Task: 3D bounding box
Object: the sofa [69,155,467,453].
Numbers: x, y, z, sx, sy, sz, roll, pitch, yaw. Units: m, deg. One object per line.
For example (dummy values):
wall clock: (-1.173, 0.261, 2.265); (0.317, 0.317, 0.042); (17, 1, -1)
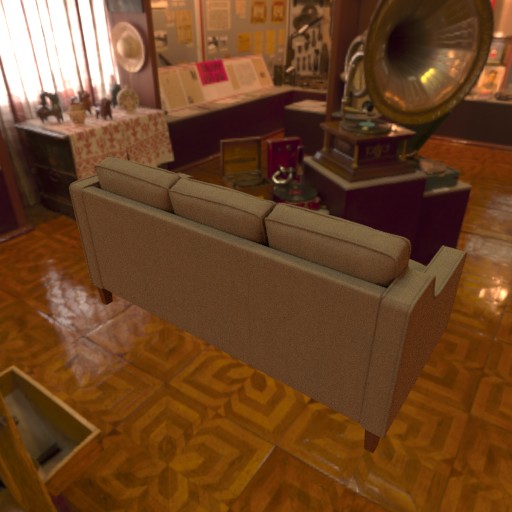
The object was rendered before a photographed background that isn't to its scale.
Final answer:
sofa: (0.000, 0.000, 2.493); (1.986, 0.974, 0.911); (20, 35, 31)
